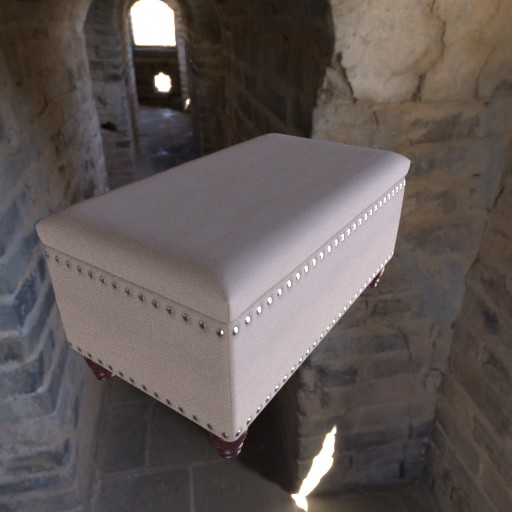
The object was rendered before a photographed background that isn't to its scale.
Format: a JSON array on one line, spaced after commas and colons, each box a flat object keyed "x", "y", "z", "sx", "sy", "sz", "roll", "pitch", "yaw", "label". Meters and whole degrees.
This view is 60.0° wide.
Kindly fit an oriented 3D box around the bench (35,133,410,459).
[{"x": 0.000, "y": 0.000, "z": 1.194, "sx": 0.500, "sy": 0.449, "sz": 0.887, "roll": 18, "pitch": 34, "yaw": 30, "label": "bench"}]
